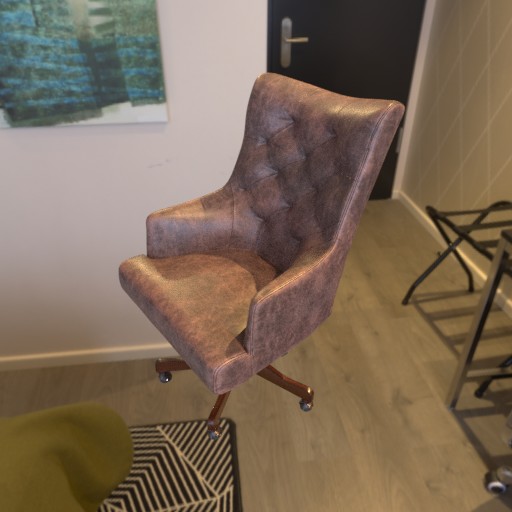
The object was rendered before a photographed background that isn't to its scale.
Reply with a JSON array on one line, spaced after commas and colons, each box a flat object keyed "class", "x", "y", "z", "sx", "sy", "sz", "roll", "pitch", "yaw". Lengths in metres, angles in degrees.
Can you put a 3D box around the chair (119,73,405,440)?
[{"class": "chair", "x": 0.000, "y": 0.000, "z": 1.496, "sx": 0.762, "sy": 1.035, "sz": 0.641, "roll": -22, "pitch": 38, "yaw": -31}]
